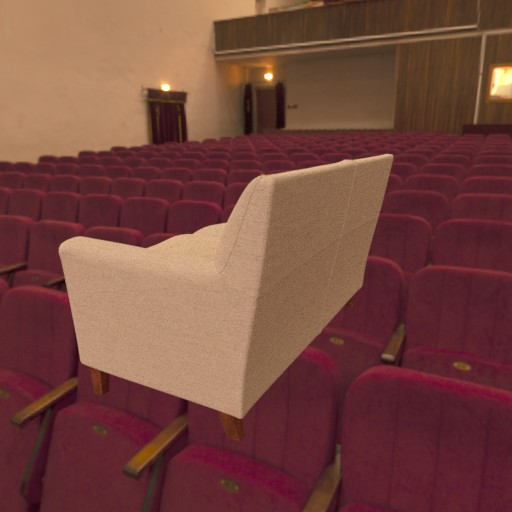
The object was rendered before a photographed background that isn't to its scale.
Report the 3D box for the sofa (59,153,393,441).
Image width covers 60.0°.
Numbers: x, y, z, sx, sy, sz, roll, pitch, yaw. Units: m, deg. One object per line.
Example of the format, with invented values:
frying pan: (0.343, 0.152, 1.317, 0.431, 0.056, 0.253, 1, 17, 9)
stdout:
sofa: (0.000, 0.000, 2.051, 0.891, 0.892, 1.482, 8, 17, 27)
